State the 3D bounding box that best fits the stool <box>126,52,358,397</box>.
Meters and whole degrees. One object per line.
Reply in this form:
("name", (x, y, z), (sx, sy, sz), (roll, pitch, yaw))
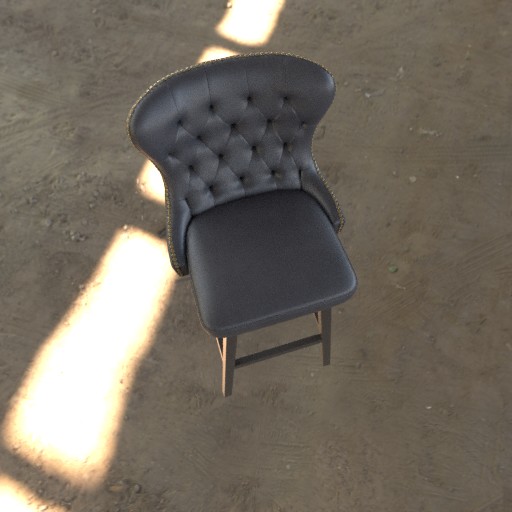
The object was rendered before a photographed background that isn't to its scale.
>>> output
("stool", (0.000, 0.000, 1.415), (0.528, 1.050, 0.601), (-15, 64, -8))
